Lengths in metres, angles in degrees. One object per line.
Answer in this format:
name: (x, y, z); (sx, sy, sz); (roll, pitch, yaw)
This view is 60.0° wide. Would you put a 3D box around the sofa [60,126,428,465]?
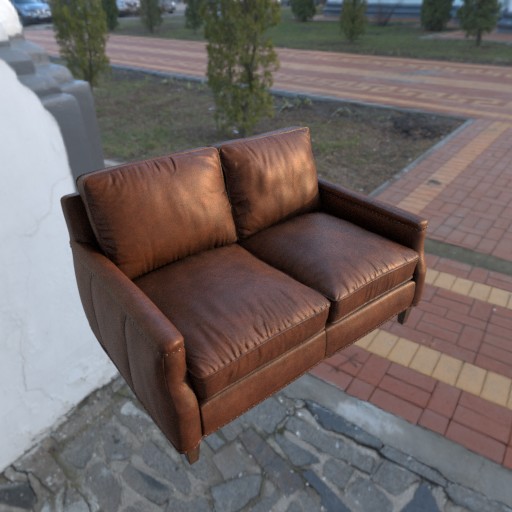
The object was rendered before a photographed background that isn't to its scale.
sofa: (0.000, 0.000, 2.292); (1.628, 1.003, 1.083); (-22, 37, -32)
